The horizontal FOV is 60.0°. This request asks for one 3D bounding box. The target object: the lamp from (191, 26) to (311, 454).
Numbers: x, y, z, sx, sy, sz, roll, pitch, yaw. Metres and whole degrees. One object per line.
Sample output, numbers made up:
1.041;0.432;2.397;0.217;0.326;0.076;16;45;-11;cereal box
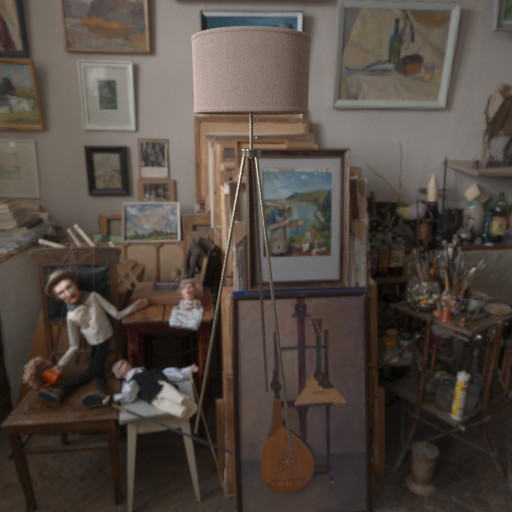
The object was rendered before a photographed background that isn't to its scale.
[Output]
0.000;0.000;1.722;0.449;1.545;0.460;-15;22;-42;lamp
